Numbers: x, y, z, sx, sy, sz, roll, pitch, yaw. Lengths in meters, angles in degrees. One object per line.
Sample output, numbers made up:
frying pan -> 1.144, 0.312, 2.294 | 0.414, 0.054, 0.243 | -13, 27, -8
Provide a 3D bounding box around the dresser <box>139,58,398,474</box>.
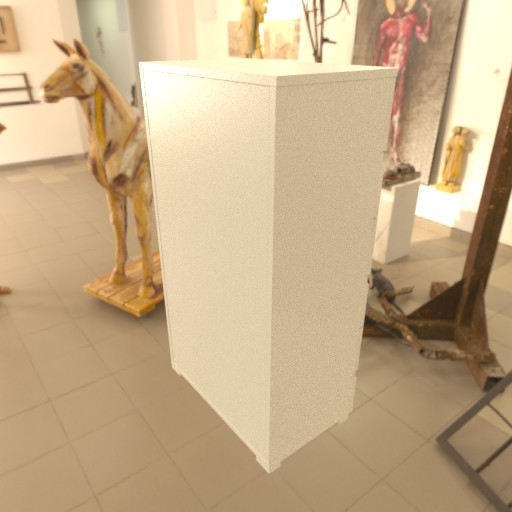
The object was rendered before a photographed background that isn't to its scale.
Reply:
dresser -> 0.000, 0.000, 1.498 | 0.400, 1.190, 0.650 | -19, 32, -33
